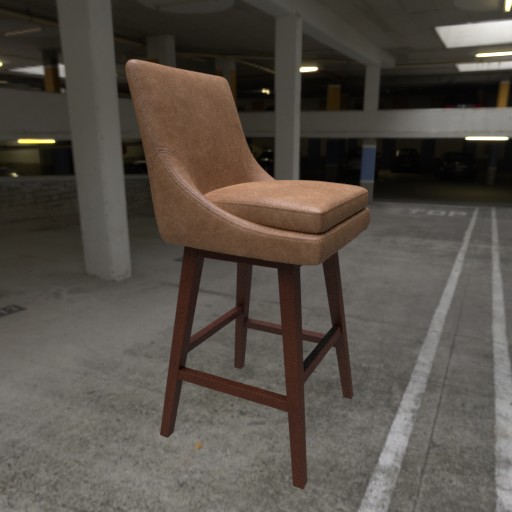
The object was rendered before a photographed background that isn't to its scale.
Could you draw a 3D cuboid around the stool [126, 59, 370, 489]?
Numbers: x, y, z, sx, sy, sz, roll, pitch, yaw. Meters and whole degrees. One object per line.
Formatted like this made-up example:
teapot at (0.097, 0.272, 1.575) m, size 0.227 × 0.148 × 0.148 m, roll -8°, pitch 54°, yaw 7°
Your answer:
stool at (0.000, 0.000, 1.336) m, size 0.572 × 1.079 × 0.487 m, roll 8°, pitch 17°, yaw 26°
